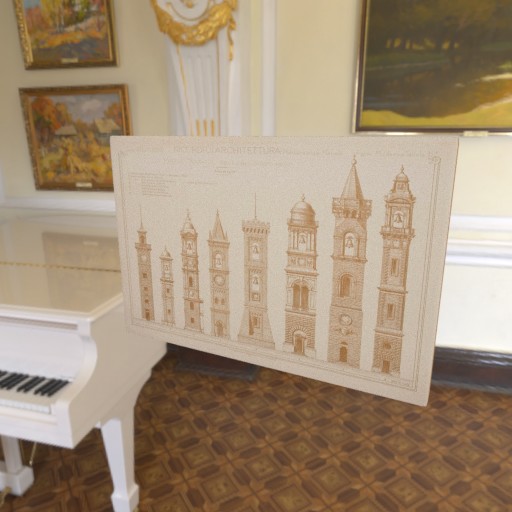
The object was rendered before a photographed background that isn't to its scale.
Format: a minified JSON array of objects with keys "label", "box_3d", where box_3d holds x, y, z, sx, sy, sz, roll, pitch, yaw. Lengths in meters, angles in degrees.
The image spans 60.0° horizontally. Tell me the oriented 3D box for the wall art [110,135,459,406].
[{"label":"wall art","box_3d":[0.000,0.000,0.486,0.380,0.254,0.019,8,17,26]}]
